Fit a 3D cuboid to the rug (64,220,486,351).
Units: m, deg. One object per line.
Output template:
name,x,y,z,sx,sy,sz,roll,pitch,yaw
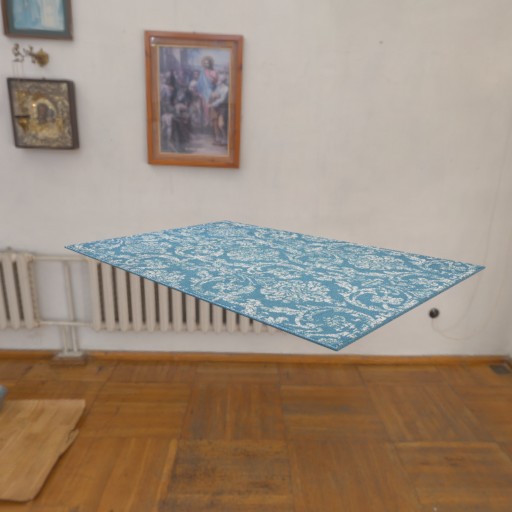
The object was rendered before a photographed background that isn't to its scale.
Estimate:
rug,0.000,0.000,3.421,2.746,0.018,1.816,14,20,43
